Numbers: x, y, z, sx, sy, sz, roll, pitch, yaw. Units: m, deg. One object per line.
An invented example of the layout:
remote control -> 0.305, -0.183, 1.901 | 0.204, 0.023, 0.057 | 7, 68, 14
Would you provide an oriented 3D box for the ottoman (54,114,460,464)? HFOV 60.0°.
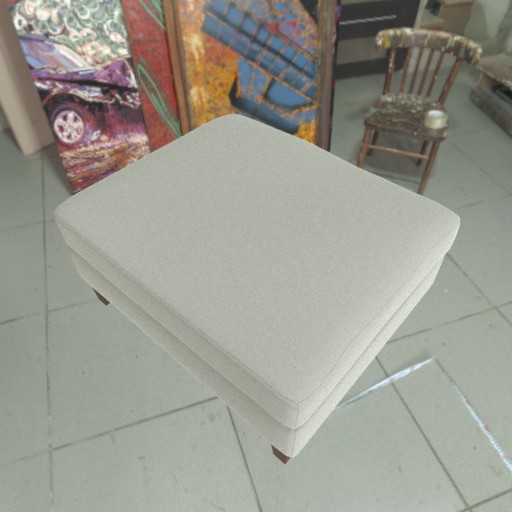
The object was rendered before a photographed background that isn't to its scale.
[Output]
ottoman -> 0.000, 0.000, 1.482 | 0.976, 0.492, 0.836 | 32, 54, 27
